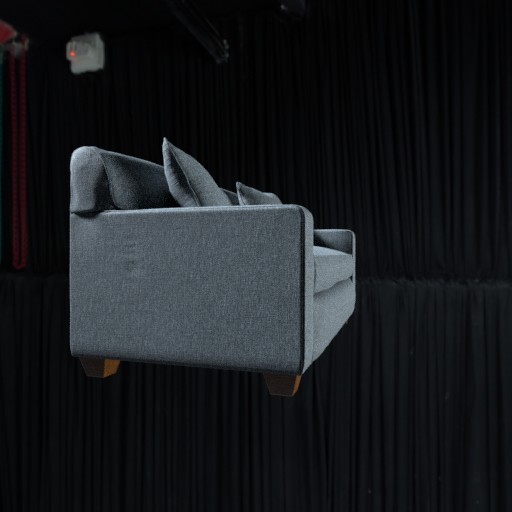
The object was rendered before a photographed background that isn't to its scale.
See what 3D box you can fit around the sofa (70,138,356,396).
[{"bbox_3d":[0.000,0.000,2.478,0.998,0.958,1.846,0,0,18],"label":"sofa"}]
